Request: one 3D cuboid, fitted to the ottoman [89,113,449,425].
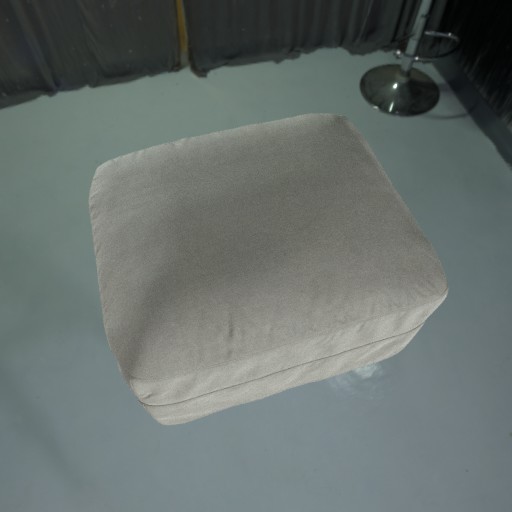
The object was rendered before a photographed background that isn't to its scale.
[{"bbox_3d":[0.000,0.000,1.083,0.712,0.480,0.584,-15,60,-9],"label":"ottoman"}]
